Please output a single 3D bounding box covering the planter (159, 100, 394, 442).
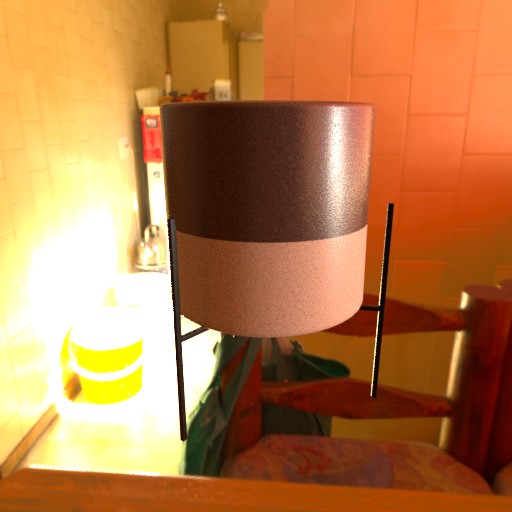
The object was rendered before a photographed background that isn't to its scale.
[{"bbox_3d":[0.000,0.000,0.545,0.250,0.353,0.260,-8,19,-25],"label":"planter"}]
